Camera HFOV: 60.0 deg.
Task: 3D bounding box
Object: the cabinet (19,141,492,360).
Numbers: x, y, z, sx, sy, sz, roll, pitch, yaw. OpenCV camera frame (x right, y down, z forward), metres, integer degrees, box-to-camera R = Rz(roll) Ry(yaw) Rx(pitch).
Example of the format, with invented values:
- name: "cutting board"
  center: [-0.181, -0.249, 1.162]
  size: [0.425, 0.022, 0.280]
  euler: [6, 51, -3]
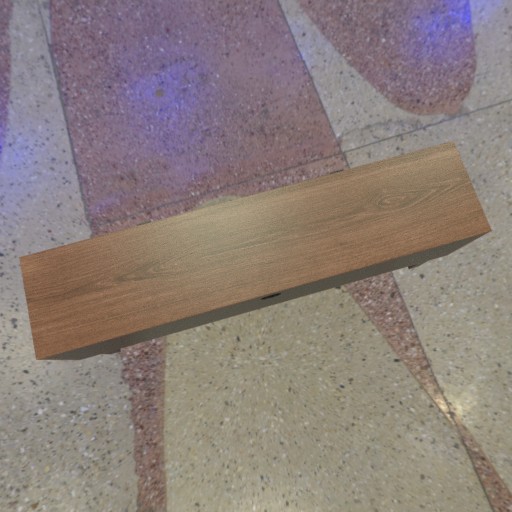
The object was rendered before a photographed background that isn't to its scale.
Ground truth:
- name: "cabinet"
  center: [0.000, 0.000, 1.829]
  size: [1.650, 0.500, 0.400]
  euler: [-15, 77, -4]
